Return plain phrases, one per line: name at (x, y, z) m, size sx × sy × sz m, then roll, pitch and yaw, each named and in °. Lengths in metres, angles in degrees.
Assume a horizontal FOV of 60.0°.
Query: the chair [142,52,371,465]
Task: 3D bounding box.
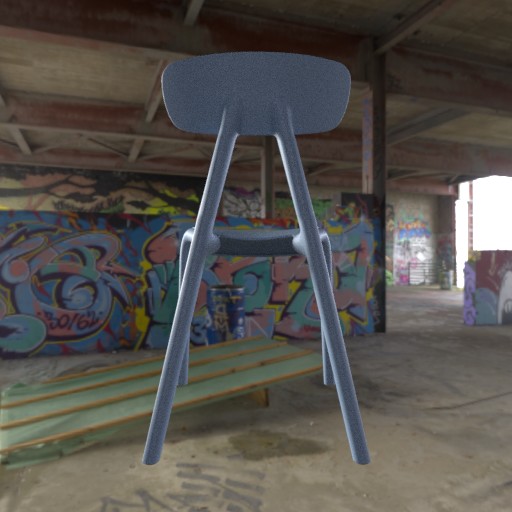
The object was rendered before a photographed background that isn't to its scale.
chair at (0.000, 0.000, 0.810) m, size 0.356 × 0.580 × 0.401 m, roll 0°, pitch 0°, yaw 0°
